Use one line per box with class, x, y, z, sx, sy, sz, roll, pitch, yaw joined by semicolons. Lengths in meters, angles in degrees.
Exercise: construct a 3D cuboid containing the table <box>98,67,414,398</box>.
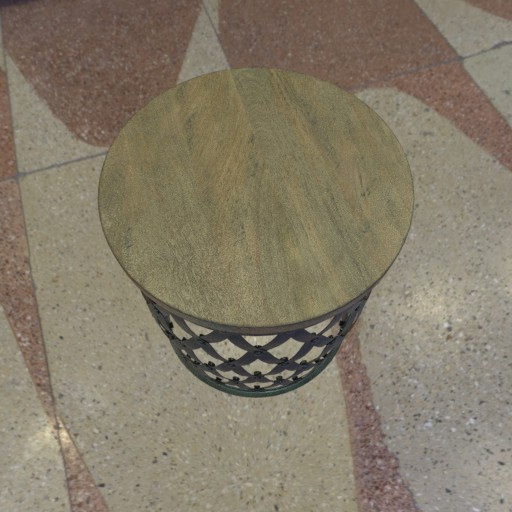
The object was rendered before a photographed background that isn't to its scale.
table;0.000;0.000;0.774;0.405;0.454;0.405;0;63;0
